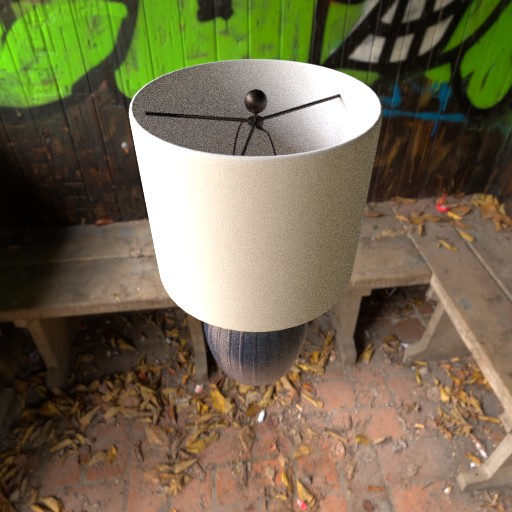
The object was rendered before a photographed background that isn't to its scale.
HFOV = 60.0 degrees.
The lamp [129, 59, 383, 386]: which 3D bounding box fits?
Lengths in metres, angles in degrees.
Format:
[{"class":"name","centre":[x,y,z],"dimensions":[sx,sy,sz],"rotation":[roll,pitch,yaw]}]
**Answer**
[{"class":"lamp","centre":[0.000,0.000,0.762],"dimensions":[0.329,0.570,0.329],"rotation":[-25,47,-26]}]
